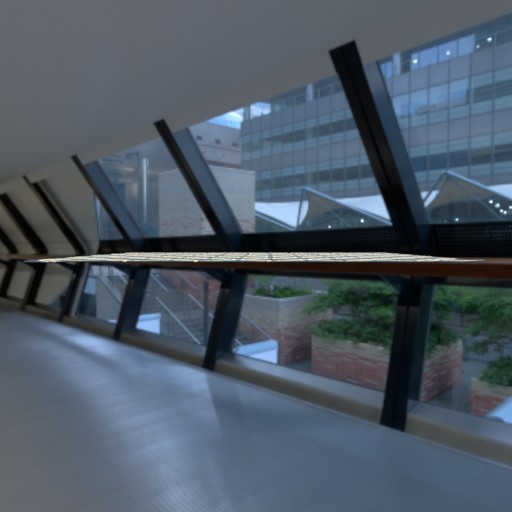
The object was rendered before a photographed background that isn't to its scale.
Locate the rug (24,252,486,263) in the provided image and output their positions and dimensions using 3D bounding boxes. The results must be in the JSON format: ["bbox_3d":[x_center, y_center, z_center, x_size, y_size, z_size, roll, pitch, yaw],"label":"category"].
[{"bbox_3d":[0.000,0.000,3.853,2.867,0.020,2.277,0,2,1],"label":"rug"}]
